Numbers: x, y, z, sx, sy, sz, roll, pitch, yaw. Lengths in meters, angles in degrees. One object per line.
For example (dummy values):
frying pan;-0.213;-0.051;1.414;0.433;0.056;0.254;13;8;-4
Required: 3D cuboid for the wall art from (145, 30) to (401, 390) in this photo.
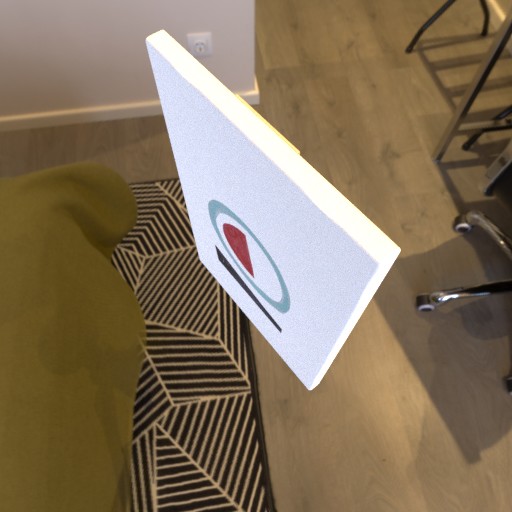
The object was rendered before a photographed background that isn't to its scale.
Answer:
wall art;0.000;0.000;1.116;0.048;0.902;0.602;-36;68;-17
